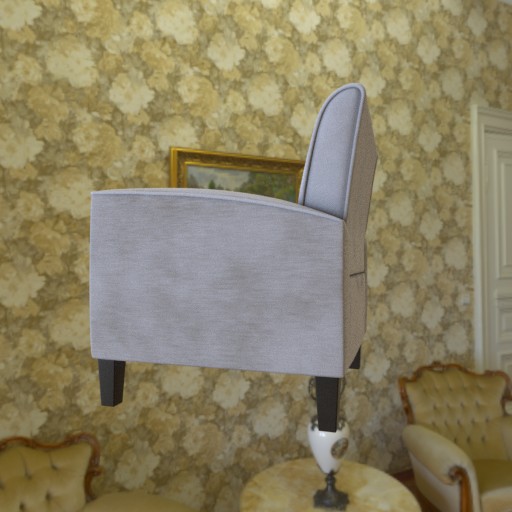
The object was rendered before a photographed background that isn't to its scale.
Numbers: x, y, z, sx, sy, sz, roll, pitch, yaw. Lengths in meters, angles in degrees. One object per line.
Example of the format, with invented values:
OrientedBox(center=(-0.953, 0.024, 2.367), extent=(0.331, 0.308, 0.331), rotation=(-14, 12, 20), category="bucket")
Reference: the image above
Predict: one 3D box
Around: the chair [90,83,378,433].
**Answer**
OrientedBox(center=(0.000, 0.000, 1.592), extent=(0.821, 0.915, 0.820), rotation=(0, -1, 18), category="chair")
